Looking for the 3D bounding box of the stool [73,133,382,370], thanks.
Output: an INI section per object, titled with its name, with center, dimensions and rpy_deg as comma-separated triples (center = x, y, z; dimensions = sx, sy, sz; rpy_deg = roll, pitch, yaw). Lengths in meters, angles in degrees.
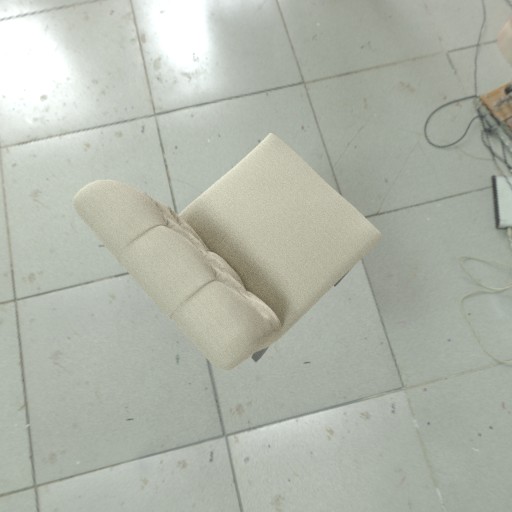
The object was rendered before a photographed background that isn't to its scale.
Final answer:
[stool]
center = 0.000, 0.000, 1.417
dimensions = 0.610, 1.118, 0.482
rpy_deg = -42, 79, -11
